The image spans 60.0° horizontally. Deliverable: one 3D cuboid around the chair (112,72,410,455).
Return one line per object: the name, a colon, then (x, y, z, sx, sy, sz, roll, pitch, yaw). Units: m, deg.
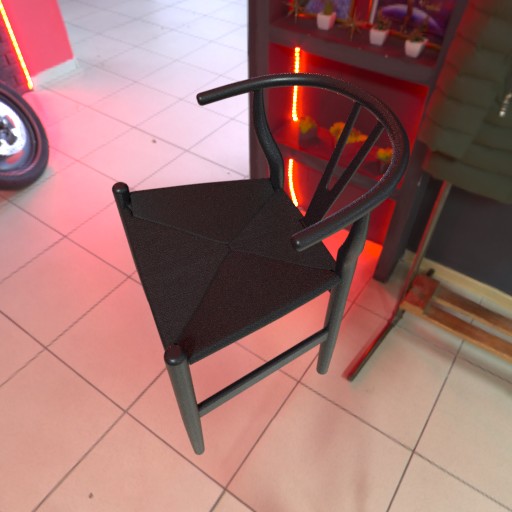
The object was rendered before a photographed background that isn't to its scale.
chair: (0.000, 0.000, 1.119, 0.579, 0.730, 0.569, -17, 49, -15)
